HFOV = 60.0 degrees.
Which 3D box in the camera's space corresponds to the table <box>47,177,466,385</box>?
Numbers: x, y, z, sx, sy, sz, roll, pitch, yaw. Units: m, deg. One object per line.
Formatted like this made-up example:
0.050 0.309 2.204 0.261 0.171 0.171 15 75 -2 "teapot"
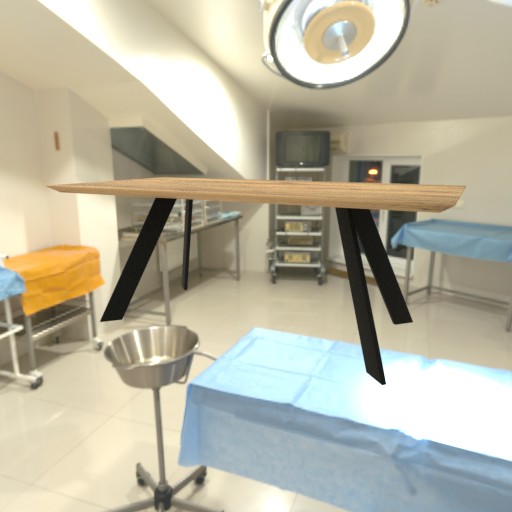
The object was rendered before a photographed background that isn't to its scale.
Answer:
0.000 0.000 2.447 2.000 0.770 1.000 6 14 26 "table"
